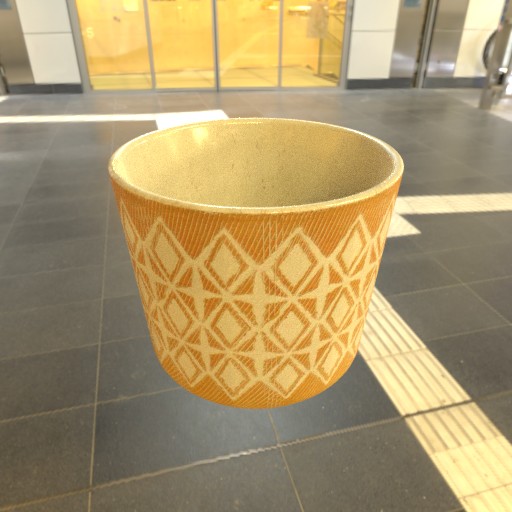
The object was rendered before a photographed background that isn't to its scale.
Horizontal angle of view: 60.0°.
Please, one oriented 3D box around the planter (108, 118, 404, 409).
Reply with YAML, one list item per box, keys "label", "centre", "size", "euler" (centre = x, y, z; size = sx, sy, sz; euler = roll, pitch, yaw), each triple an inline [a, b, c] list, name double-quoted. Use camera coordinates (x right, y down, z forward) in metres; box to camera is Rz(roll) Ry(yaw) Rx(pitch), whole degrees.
- label: "planter"
  centre: [0.000, 0.000, 0.342]
  size: [0.193, 0.165, 0.193]
  euler: [0, 30, 0]
